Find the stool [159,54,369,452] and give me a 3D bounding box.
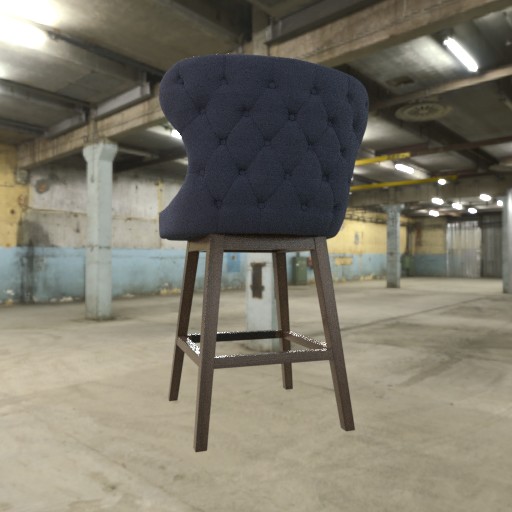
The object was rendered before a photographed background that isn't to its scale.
[{"bbox_3d":[0.000,0.000,1.350,0.615,0.972,0.597,0,-1,-19],"label":"stool"}]
